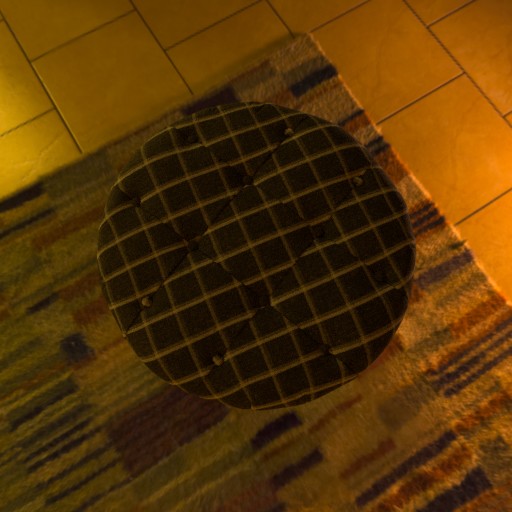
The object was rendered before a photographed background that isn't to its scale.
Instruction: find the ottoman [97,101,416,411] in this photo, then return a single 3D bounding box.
[{"bbox_3d":[0.000,0.000,1.392,0.901,0.439,0.901,0,76,0],"label":"ottoman"}]
